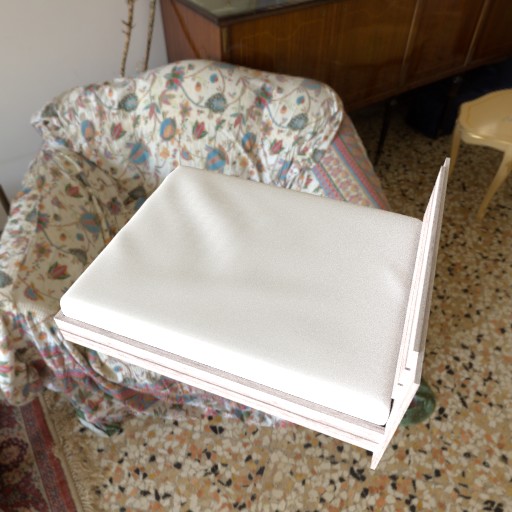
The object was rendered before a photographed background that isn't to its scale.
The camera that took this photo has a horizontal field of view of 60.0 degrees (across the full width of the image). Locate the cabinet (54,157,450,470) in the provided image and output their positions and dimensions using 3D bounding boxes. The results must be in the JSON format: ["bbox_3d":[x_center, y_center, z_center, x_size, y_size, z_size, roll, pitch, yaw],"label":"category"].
[{"bbox_3d":[0.000,0.000,2.950,2.080,0.970,1.750,15,47,15],"label":"cabinet"}]
